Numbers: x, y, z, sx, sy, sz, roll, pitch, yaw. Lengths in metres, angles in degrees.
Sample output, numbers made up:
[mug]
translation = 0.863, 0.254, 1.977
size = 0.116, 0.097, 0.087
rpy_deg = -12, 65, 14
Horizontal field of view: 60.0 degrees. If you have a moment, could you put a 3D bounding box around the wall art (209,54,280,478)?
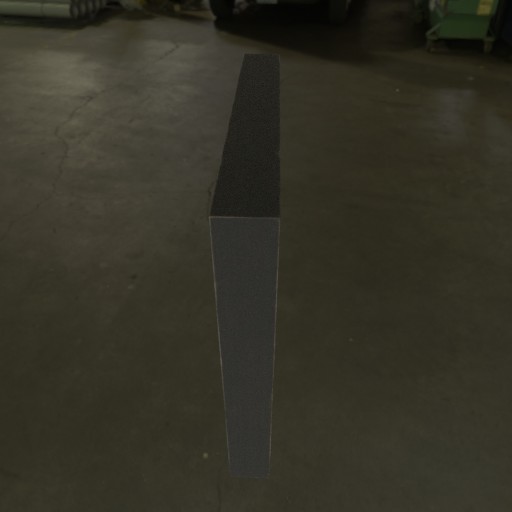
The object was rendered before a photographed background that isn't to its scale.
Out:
[wall art]
translation = 0.000, 0.000, 0.450
size = 0.038, 0.305, 0.305
rpy_deg = 1, 40, 2
